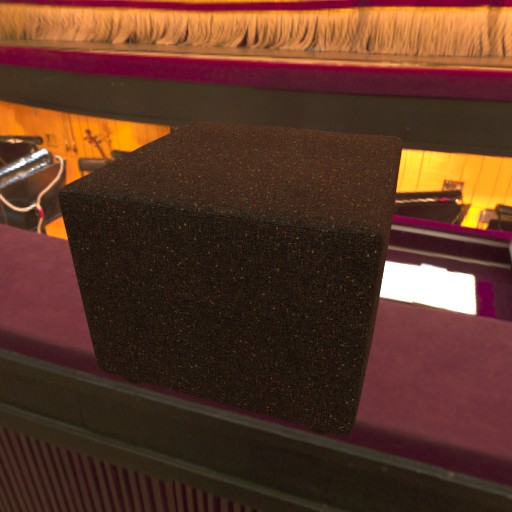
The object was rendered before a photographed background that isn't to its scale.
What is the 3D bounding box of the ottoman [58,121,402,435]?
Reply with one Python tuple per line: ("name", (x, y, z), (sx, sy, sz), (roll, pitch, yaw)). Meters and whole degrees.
("ottoman", (0.000, 0.000, 0.910), (0.508, 0.432, 0.508), (9, 31, 16))
